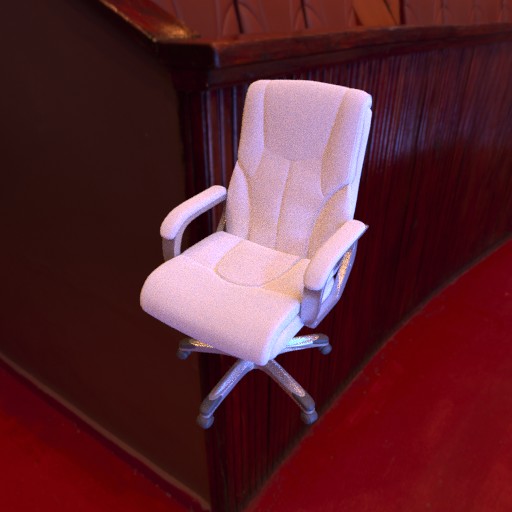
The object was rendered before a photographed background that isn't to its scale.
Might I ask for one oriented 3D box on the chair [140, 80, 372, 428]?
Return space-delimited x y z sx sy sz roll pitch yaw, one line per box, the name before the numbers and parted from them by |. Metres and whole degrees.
chair | 0.000 0.000 1.620 0.687 1.120 0.738 18 35 29
